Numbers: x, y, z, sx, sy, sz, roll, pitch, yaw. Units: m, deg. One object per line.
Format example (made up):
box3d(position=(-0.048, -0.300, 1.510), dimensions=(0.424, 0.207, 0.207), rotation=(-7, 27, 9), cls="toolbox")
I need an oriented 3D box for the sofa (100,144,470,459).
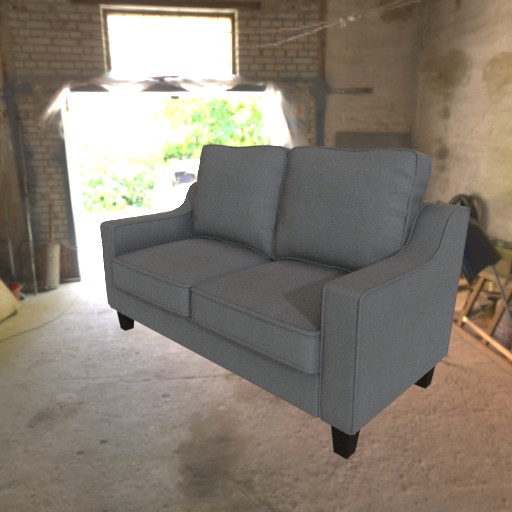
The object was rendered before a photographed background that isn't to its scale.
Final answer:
box3d(position=(0.000, 0.000, 1.972), dimensions=(1.500, 0.948, 0.791), rotation=(14, 21, 43), cls="sofa")
